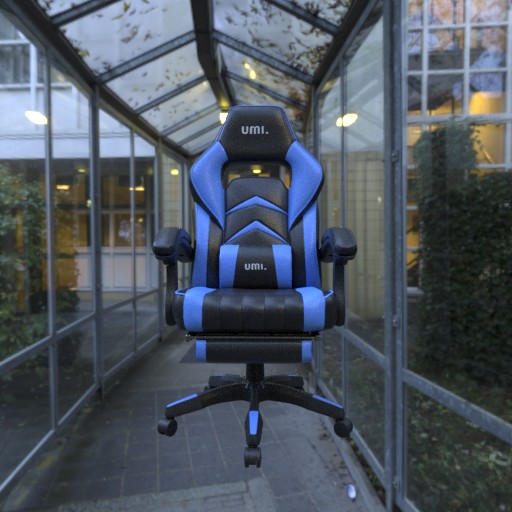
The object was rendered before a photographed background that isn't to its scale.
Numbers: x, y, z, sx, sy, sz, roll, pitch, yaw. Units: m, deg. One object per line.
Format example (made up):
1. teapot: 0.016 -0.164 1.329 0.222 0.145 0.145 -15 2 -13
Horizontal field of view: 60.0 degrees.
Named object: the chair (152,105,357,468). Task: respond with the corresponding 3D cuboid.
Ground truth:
1. chair: 0.000 0.000 1.667 0.700 1.280 0.700 0 2 1
